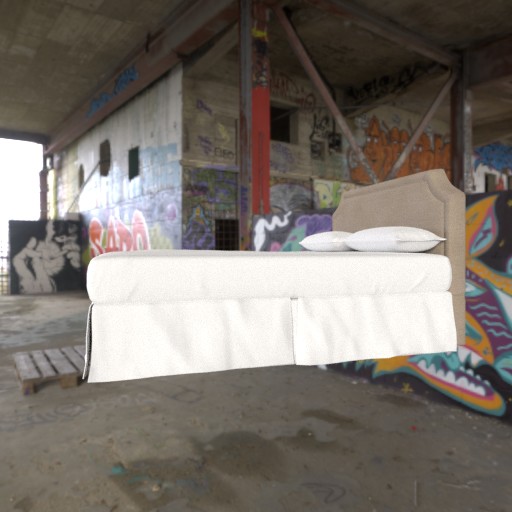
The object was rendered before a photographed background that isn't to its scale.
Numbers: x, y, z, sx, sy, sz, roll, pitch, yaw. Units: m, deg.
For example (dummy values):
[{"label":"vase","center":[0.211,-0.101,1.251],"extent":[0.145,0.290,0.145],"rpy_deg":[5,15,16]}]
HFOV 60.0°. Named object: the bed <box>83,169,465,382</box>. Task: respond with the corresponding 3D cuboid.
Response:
[{"label":"bed","center":[0.000,0.000,3.554],"extent":[2.498,1.293,1.977],"rpy_deg":[0,1,-17]}]
